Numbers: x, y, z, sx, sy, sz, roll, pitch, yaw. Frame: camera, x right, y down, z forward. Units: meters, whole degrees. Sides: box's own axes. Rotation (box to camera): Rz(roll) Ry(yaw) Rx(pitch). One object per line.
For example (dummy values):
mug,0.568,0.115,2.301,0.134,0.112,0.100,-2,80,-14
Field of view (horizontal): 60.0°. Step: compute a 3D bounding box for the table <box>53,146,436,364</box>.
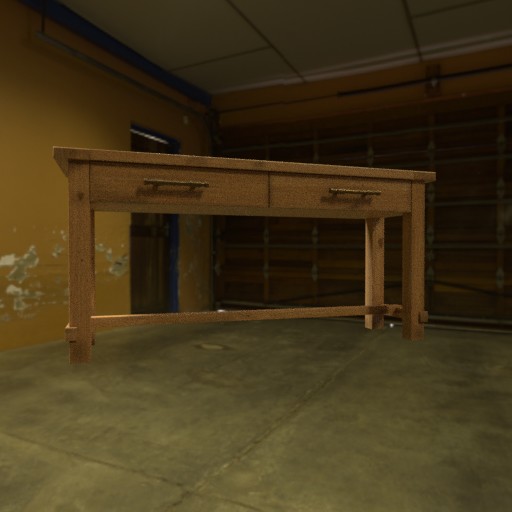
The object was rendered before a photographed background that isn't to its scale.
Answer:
table,0.000,0.000,1.959,1.599,0.762,0.442,0,0,-18
